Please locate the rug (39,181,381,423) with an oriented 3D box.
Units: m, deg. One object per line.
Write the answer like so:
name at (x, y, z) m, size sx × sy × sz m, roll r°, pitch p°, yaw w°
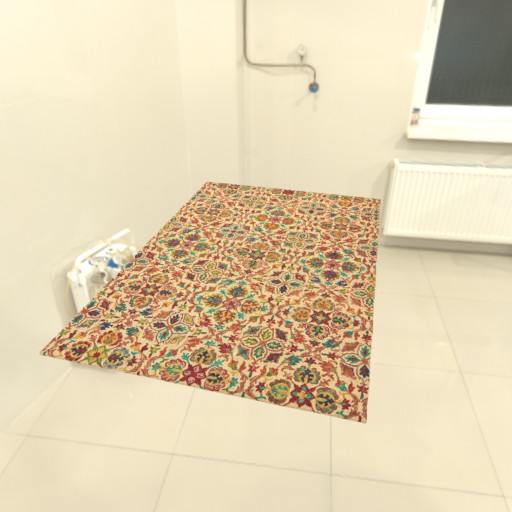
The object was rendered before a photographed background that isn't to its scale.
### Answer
rug at (0.000, 0.000, 2.316) m, size 1.226 × 0.013 × 1.838 m, roll 8°, pitch 32°, yaw 13°
